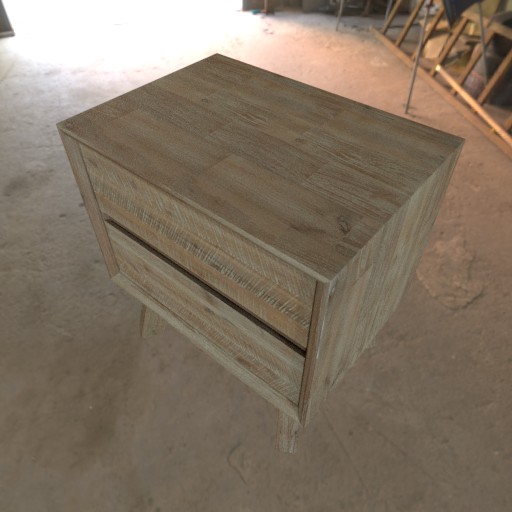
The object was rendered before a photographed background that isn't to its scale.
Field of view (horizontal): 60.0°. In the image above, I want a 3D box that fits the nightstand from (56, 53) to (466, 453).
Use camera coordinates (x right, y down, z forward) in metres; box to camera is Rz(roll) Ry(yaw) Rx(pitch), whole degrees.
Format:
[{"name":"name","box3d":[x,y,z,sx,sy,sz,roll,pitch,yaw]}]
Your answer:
[{"name":"nightstand","box3d":[0.000,0.000,0.942,0.552,0.589,0.396,31,53,27]}]
